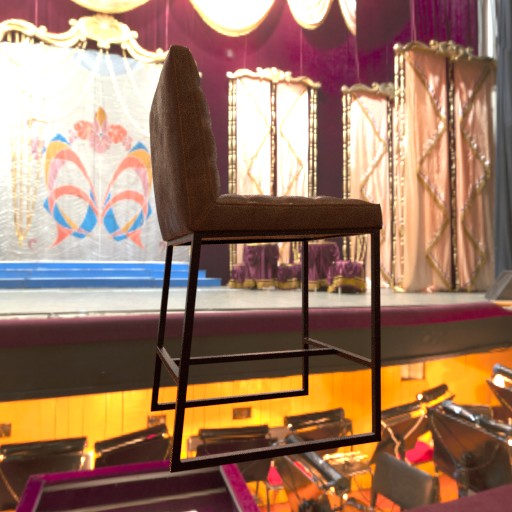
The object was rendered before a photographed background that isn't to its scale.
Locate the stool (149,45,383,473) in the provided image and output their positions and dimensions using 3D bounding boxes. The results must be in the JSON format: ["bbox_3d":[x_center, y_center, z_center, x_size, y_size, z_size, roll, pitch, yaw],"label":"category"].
[{"bbox_3d":[0.000,0.000,1.252,0.562,0.942,0.463,0,-1,-19],"label":"stool"}]
